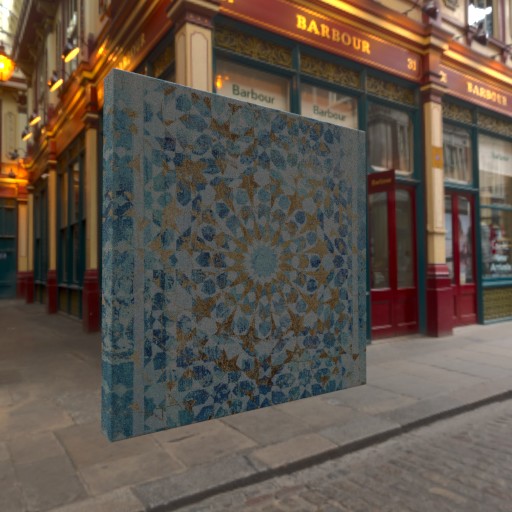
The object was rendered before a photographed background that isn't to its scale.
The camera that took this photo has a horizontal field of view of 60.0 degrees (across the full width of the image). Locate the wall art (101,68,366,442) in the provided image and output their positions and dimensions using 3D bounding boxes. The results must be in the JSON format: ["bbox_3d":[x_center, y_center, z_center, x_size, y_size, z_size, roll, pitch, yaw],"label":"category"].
[{"bbox_3d":[0.000,0.000,0.609,0.405,0.405,0.037,1,-1,-35],"label":"wall art"}]
